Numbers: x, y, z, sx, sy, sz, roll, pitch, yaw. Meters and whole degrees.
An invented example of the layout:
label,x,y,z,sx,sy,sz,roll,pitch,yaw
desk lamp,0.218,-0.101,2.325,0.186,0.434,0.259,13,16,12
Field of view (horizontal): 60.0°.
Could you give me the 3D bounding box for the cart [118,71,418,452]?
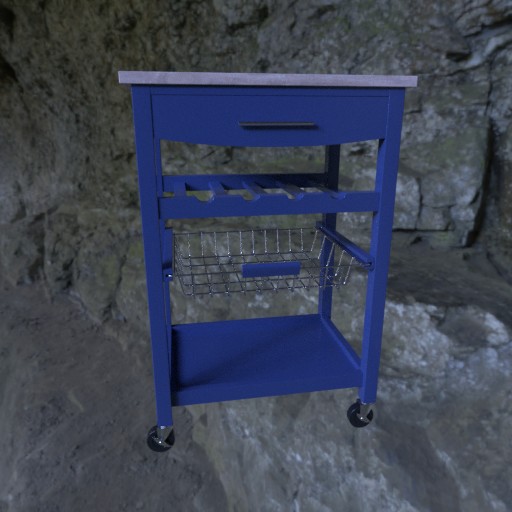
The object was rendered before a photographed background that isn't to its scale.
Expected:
label,x,y,z,sx,sy,sz,roll,pitch,yaw
cart,0.000,0.000,1.142,0.584,0.839,0.403,-3,18,-10
